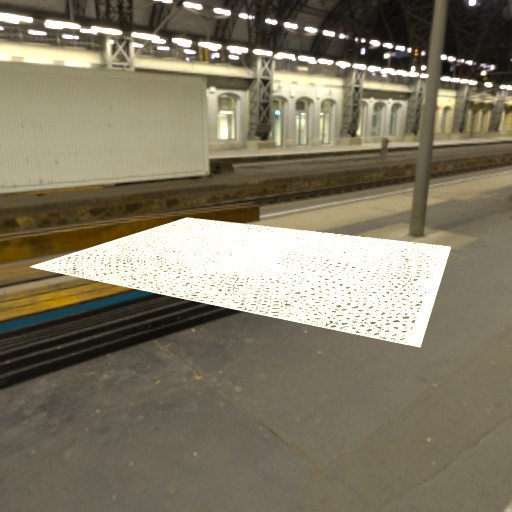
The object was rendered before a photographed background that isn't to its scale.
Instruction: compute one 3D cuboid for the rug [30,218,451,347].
[{"bbox_3d":[0.000,0.000,2.109,1.634,0.003,1.190,8,18,25],"label":"rug"}]
